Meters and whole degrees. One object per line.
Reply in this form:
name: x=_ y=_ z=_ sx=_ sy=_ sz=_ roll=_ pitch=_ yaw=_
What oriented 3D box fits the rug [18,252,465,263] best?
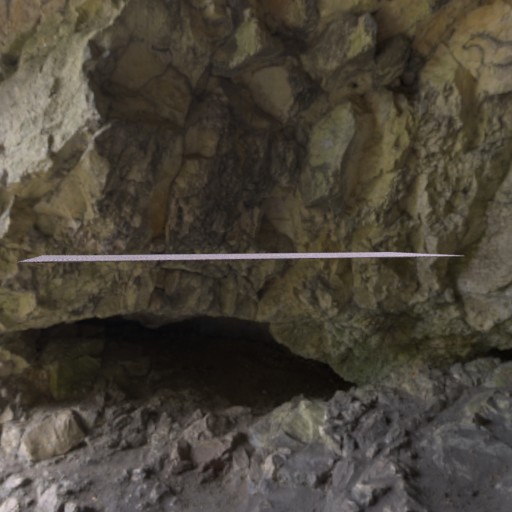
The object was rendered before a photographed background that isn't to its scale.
rug: x=0.000 y=0.000 z=2.675 sx=2.443 sy=0.009 sz=0.771 roll=-1 pitch=2 yaw=-18
